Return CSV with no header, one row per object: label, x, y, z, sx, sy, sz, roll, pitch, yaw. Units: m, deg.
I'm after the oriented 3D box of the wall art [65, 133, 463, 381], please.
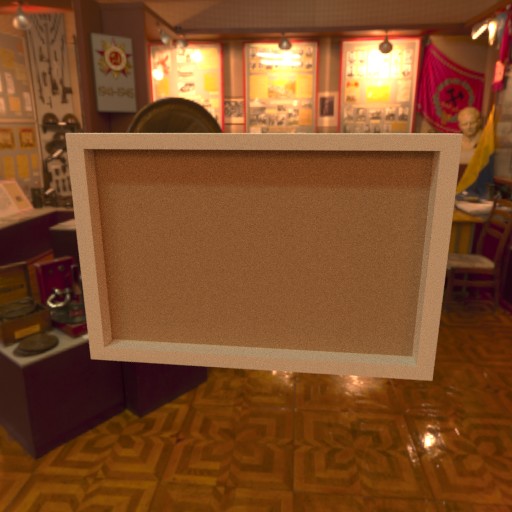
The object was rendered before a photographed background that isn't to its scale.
wall art,0.000,0.000,0.477,0.384,0.254,0.039,2,16,7
